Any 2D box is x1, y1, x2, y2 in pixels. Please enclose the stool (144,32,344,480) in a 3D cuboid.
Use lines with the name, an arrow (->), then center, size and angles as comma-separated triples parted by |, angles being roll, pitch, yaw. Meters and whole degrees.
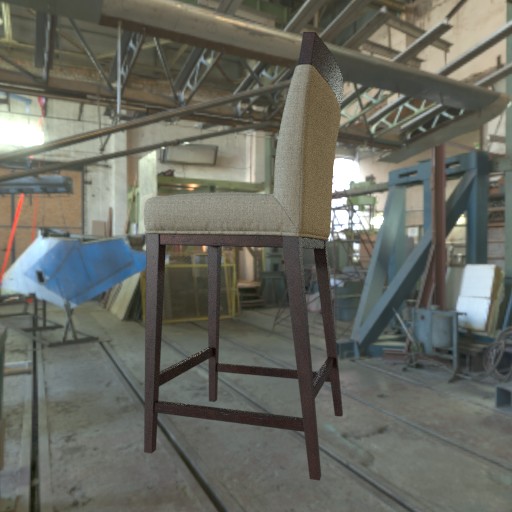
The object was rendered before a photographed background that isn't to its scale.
stool -> 0.000, 0.000, 1.269 | 0.480, 1.011, 0.463 | 0, 1, 18
